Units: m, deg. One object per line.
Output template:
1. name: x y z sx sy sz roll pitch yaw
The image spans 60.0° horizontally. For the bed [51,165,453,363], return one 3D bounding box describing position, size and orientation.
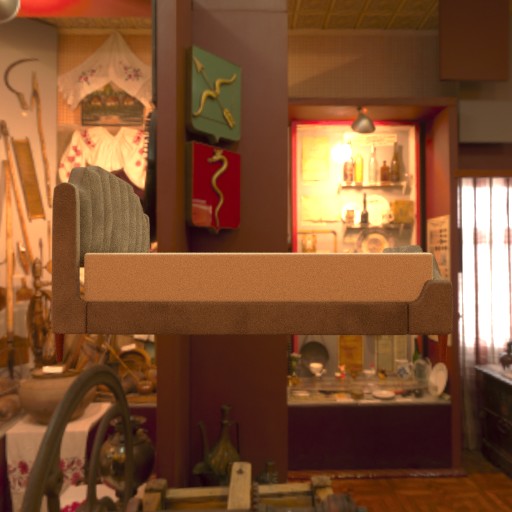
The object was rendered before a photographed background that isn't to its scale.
1. bed: 0.000 0.000 3.374 2.340 1.245 1.676 0 -1 1
